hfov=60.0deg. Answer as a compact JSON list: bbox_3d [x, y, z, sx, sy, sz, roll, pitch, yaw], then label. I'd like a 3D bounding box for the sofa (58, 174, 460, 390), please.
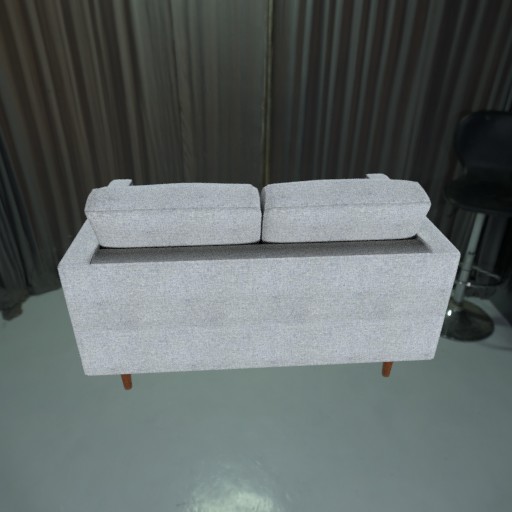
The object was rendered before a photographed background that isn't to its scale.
[{"bbox_3d":[0.000,0.000,2.208,1.527,0.973,0.969,-2,30,-3],"label":"sofa"}]
